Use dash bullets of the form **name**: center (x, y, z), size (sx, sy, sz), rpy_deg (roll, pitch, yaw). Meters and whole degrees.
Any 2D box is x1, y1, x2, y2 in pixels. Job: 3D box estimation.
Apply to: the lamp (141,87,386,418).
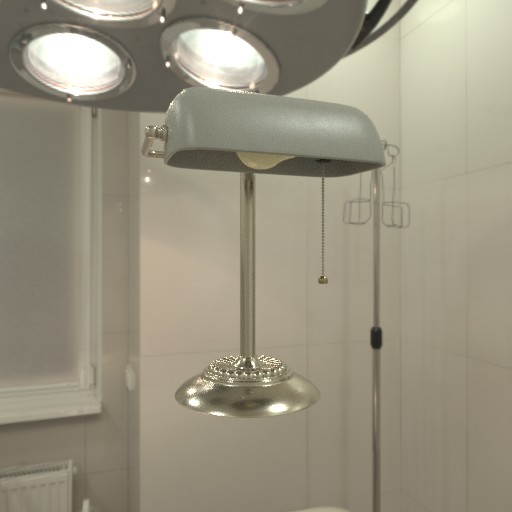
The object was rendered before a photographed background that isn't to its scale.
- **lamp**: center (0.000, 0.000, 0.522), size (0.264, 0.339, 0.243), rpy_deg (0, 0, -19)
